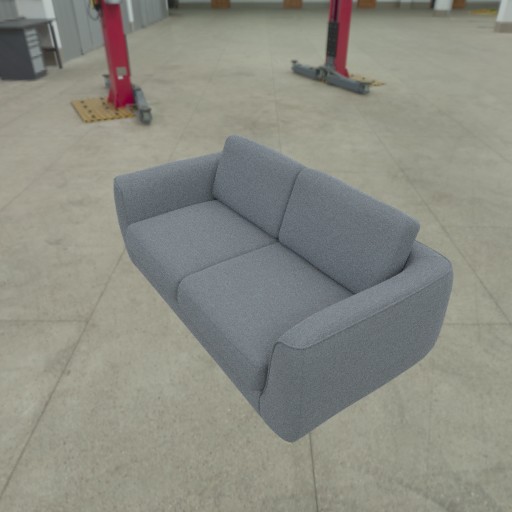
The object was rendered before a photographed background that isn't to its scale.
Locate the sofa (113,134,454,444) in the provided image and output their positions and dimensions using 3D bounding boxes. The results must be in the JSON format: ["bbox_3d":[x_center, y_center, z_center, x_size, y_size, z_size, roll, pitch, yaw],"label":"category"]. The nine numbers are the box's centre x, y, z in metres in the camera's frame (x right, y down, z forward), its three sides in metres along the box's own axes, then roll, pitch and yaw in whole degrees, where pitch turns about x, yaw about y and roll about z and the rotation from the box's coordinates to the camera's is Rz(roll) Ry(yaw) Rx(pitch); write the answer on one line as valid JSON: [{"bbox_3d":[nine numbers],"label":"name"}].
[{"bbox_3d":[0.000,0.000,2.217,0.920,0.850,1.700,-20,38,-29],"label":"sofa"}]
